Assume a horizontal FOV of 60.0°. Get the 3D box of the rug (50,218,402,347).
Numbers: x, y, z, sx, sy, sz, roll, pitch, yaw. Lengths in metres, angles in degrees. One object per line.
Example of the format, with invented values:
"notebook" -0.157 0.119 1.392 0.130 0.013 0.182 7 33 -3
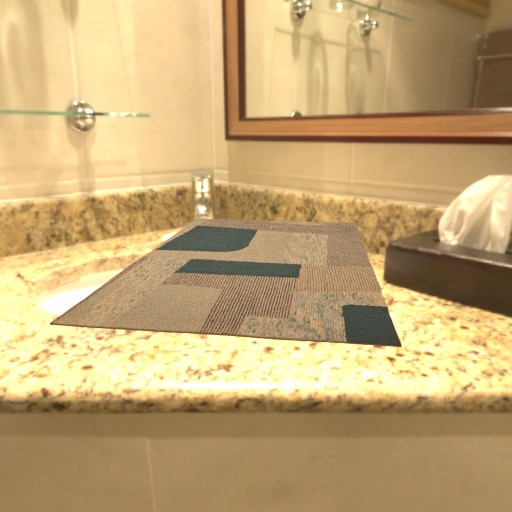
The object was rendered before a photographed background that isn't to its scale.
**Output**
"rug" 0.000 0.000 3.024 1.521 0.015 2.436 2 16 8
